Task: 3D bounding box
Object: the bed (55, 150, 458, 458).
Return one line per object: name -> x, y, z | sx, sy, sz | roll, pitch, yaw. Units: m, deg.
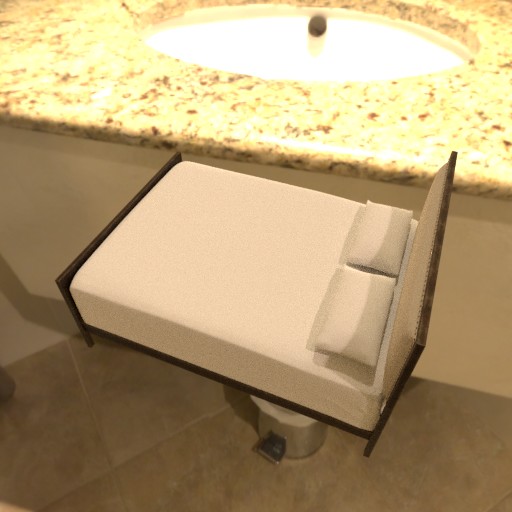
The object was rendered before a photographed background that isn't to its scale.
bed -> 0.000, 0.000, 3.171 | 2.221, 1.313, 1.607 | 16, 48, 15
